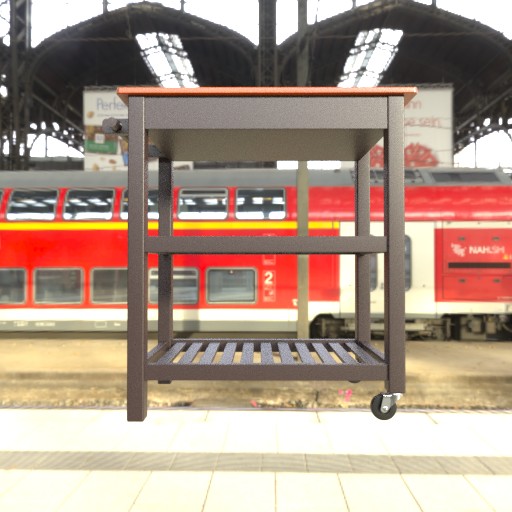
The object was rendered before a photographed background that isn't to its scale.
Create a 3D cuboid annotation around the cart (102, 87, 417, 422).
[{"bbox_3d":[0.000,0.000,1.446,0.899,0.927,0.457,0,-1,0],"label":"cart"}]
